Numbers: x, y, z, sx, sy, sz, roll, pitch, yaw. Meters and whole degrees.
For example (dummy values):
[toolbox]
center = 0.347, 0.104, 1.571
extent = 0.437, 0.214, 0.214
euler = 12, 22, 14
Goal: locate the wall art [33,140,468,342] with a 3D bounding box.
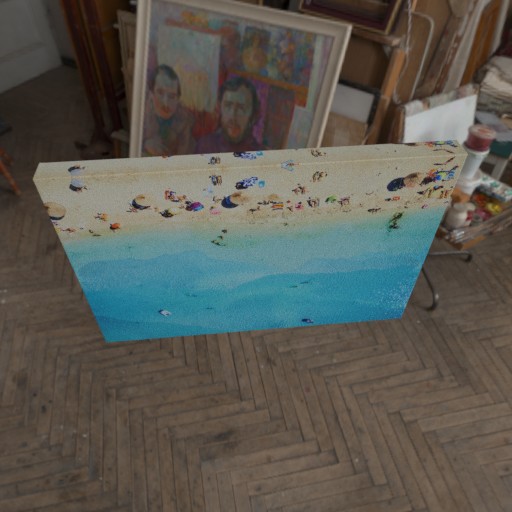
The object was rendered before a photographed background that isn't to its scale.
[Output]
[wall art]
center = 0.000, 0.000, 0.778
extent = 0.609, 0.406, 0.039
euler = -4, 47, -4
